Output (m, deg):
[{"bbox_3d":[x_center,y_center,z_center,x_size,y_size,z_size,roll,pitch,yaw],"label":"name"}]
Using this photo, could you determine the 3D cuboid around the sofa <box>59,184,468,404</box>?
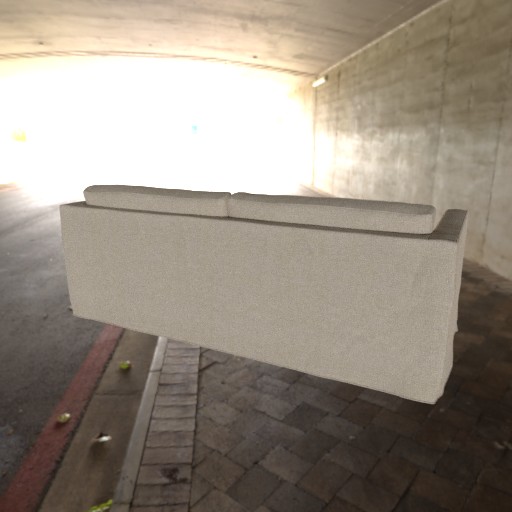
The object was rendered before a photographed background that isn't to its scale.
[{"bbox_3d":[0.000,0.000,2.690,2.296,0.847,0.956,7,16,26],"label":"sofa"}]
